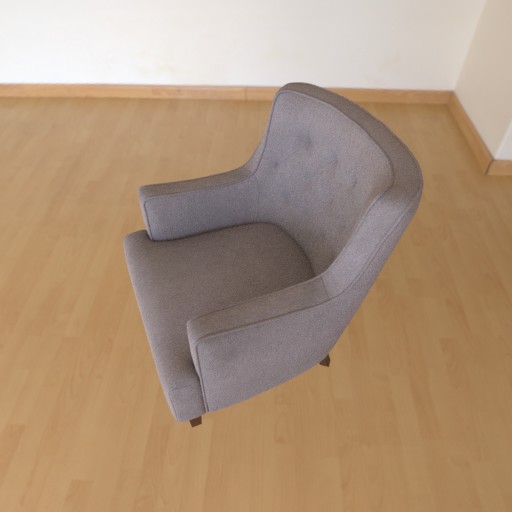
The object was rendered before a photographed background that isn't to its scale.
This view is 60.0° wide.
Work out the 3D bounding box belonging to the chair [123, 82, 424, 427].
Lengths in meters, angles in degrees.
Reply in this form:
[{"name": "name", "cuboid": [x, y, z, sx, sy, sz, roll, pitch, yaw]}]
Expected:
[{"name": "chair", "cuboid": [0.000, 0.000, 1.644, 0.910, 0.919, 0.781, -17, 49, -15]}]
